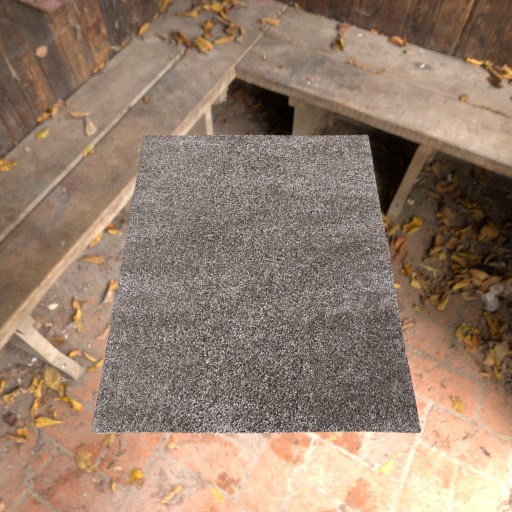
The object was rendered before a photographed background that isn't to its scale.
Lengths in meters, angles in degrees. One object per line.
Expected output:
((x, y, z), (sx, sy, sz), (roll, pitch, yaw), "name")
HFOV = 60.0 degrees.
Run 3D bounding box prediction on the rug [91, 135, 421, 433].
((0.000, 0.000, 3.987), (2.401, 0.025, 3.000), (0, 59, 0), "rug")
